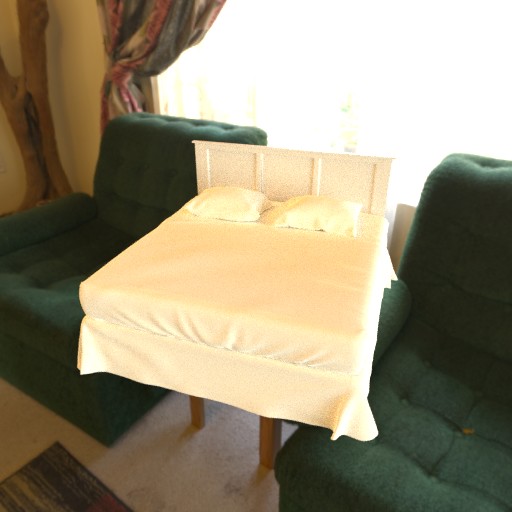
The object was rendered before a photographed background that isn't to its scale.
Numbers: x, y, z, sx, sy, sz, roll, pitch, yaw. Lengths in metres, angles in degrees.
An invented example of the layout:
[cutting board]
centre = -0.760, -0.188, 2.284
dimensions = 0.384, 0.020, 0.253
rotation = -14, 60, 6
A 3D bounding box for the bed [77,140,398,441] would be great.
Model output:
[bed]
centre = 0.000, 0.000, 3.644
dimensions = 2.317, 1.273, 2.215
rotation = 9, 29, 16
